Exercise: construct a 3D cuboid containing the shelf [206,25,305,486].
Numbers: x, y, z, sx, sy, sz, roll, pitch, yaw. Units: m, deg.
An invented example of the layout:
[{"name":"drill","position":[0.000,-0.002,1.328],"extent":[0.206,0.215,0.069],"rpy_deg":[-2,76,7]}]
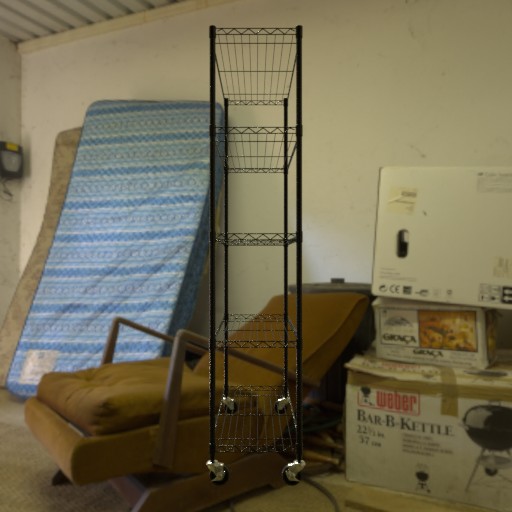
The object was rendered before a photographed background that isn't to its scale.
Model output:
[{"name":"shelf","position":[0.000,0.000,1.950],"extent":[0.356,1.645,0.762],"rpy_deg":[0,0,0]}]
